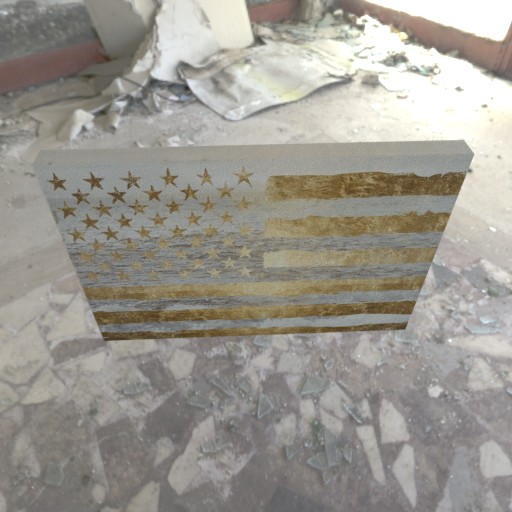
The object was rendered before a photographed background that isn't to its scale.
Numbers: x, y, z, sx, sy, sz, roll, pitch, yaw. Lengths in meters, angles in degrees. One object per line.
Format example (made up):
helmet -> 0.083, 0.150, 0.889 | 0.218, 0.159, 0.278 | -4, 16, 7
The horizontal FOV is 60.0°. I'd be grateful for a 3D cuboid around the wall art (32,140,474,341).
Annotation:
wall art -> 0.000, 0.000, 0.761 | 0.606, 0.407, 0.041 | -2, 44, -2
